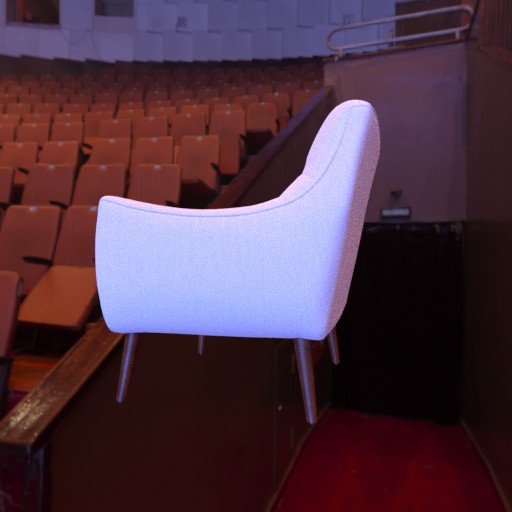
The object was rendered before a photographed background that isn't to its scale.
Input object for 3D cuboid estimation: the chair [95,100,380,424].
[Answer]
[{"bbox_3d":[0.000,0.000,1.472,0.787,0.838,0.762,0,2,16],"label":"chair"}]
